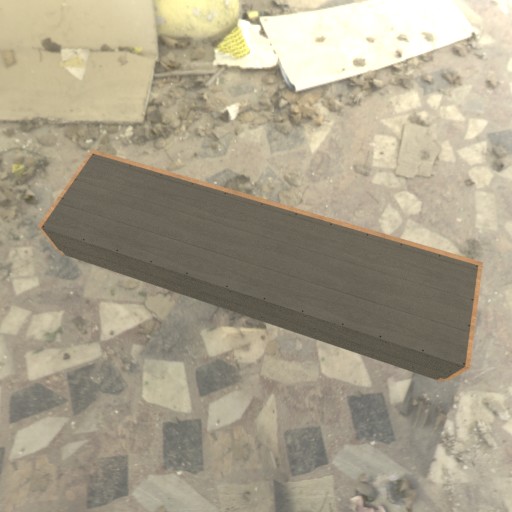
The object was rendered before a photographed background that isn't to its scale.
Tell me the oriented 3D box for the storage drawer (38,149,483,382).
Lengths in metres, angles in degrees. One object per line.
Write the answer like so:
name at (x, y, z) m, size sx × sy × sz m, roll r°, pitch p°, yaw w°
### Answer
storage drawer at (0.000, 0.000, 2.197) m, size 2.032 × 0.264 × 0.538 m, roll 17°, pitch 63°, yaw 9°
